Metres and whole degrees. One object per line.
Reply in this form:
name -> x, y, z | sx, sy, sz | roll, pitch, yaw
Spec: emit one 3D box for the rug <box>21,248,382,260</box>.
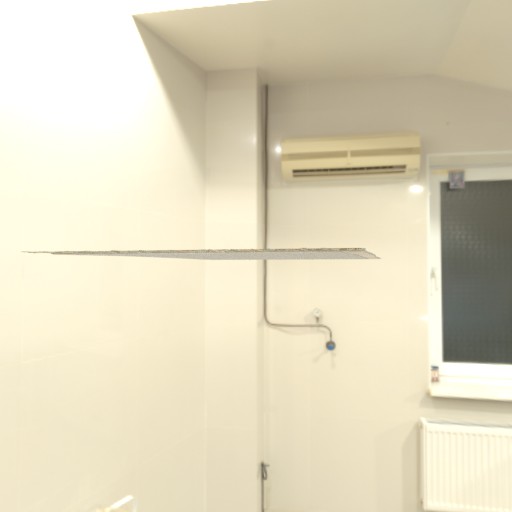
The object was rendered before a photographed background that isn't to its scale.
rug -> 0.000, 0.000, 3.068 | 1.619, 0.023, 2.465 | 0, -1, 17
